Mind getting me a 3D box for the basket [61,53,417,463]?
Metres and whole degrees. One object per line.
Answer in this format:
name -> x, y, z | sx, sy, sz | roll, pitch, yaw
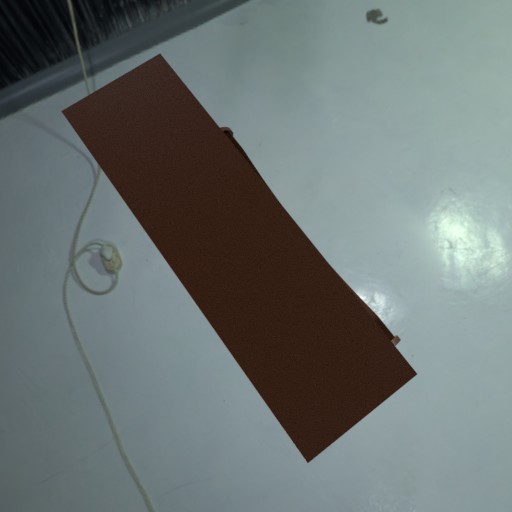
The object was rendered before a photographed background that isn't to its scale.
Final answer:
basket -> 0.000, 0.000, 1.120 | 0.376, 0.625, 0.792 | -35, 77, -9
